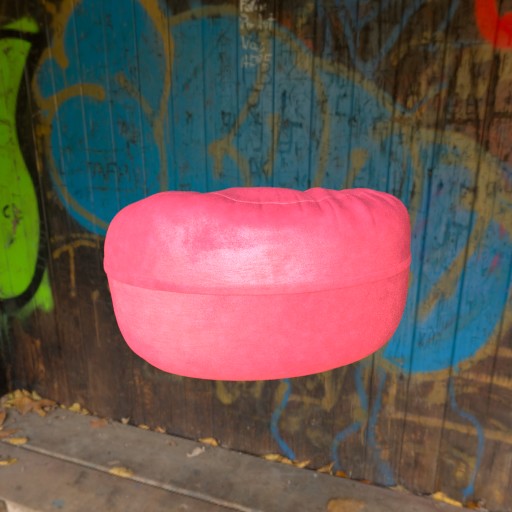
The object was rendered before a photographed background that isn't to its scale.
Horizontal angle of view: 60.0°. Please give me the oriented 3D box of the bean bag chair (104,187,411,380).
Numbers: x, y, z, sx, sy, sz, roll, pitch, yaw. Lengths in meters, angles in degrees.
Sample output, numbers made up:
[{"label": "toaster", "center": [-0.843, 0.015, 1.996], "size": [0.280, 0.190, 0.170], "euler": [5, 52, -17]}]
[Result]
[{"label": "bean bag chair", "center": [0.000, 0.000, 2.438], "size": [1.524, 0.878, 1.524], "euler": [-3, 16, -9]}]
